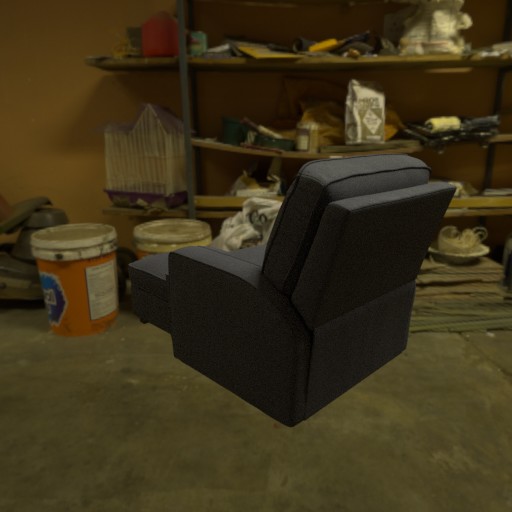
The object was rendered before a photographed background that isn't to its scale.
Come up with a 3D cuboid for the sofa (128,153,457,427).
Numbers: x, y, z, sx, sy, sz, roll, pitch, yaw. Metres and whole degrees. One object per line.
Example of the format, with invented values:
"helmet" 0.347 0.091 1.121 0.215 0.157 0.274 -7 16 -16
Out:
"sofa" 0.000 0.000 2.068 0.861 0.959 1.472 -15 22 -43
